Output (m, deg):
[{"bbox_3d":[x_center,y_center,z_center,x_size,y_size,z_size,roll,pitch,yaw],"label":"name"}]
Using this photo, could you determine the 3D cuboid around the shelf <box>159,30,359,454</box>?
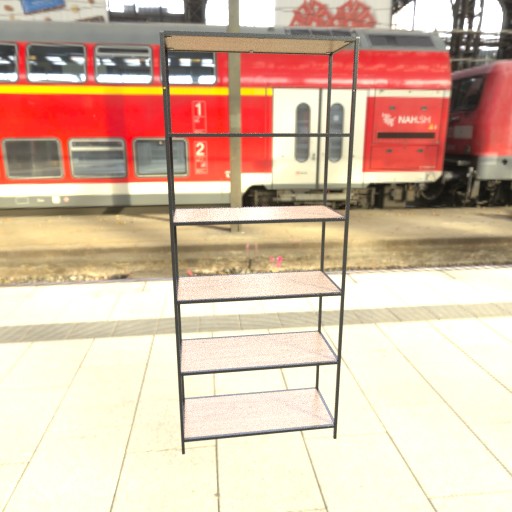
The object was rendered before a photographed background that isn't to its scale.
[{"bbox_3d":[0.000,0.000,2.099,0.770,1.850,0.350,-2,16,-8],"label":"shelf"}]
